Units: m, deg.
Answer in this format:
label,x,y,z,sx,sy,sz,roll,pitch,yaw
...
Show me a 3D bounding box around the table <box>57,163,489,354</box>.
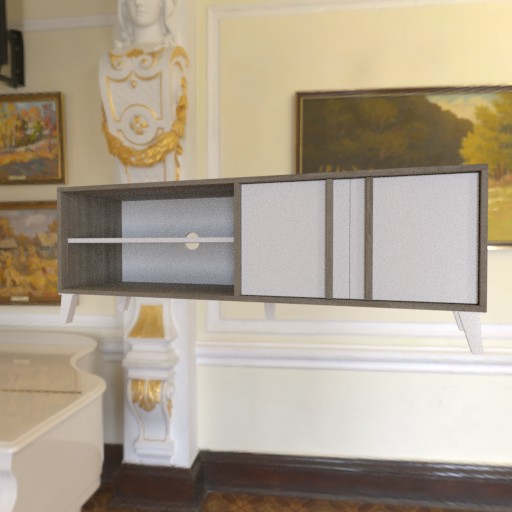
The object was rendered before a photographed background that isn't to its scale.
label,x,y,z,sx,sy,sz,roll,pitch,yaw
table,0.000,0.000,1.664,1.500,0.530,0.400,0,1,20
